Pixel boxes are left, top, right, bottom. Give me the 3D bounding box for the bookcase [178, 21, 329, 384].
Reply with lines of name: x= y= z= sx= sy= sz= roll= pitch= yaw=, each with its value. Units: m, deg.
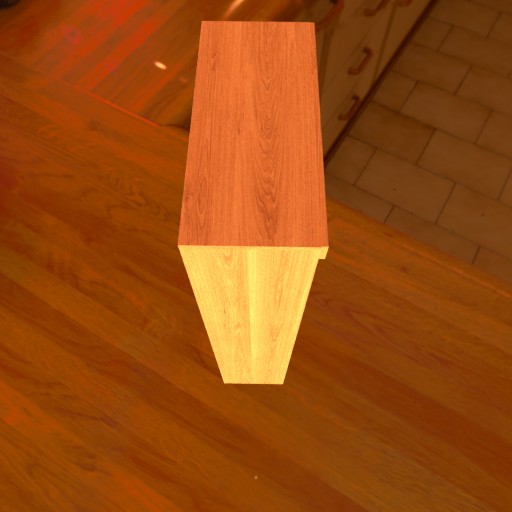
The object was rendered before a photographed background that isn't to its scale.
bookcase: x=0.000 y=0.000 z=2.348 sx=0.420 sy=2.020 sz=0.950 roll=1 pitch=63 yaw=0
